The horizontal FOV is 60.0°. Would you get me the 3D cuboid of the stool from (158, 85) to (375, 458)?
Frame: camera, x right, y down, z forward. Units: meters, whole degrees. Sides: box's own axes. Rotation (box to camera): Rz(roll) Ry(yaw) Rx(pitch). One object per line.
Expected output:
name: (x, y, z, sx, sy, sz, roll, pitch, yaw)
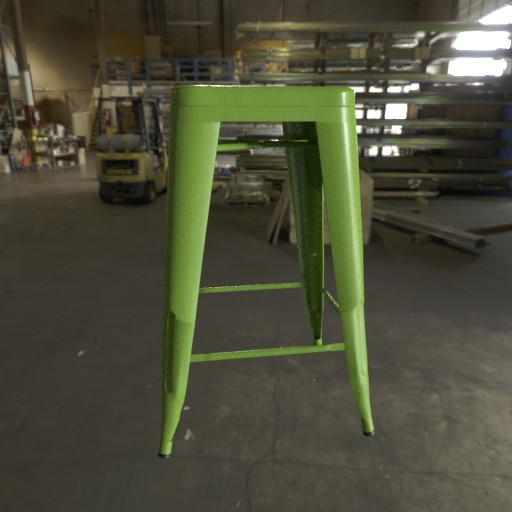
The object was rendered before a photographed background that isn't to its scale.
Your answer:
stool: (0.000, 0.000, 0.868, 0.398, 0.609, 0.358, -3, 18, -8)
